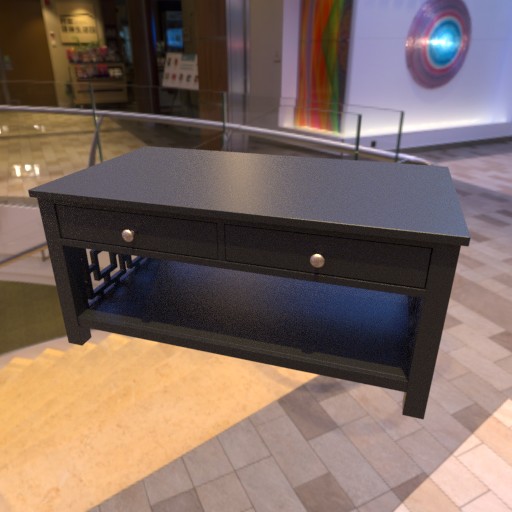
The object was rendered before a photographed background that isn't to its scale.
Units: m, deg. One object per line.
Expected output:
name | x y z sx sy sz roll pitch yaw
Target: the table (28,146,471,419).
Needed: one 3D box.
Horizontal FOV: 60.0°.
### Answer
table | 0.000 0.000 1.372 1.068 0.493 0.612 8 26 16
